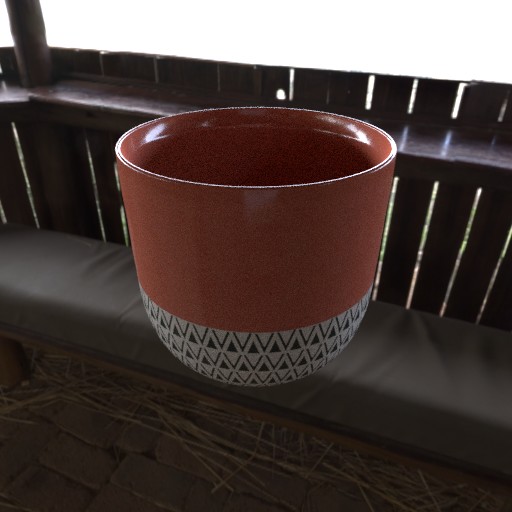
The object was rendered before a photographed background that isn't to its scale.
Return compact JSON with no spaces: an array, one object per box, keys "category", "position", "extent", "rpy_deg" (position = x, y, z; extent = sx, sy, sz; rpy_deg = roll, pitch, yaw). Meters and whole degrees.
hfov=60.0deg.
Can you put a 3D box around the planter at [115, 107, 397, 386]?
[{"category":"planter","position":[0.000,0.000,0.501],"extent":[0.266,0.270,0.266],"rpy_deg":[0,31,0]}]
